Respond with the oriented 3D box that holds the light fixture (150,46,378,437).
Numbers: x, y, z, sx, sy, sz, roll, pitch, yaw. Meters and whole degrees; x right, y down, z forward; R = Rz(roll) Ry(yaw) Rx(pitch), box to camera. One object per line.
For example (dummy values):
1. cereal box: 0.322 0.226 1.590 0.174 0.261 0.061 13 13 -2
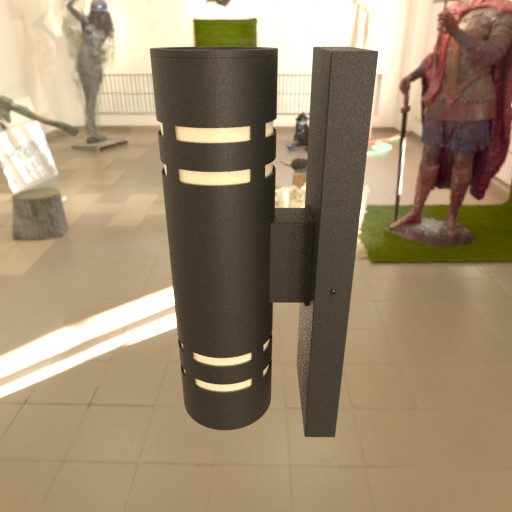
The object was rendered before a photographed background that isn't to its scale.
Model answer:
1. light fixture: 0.000 0.000 0.389 0.149 0.330 0.105 0 27 0
